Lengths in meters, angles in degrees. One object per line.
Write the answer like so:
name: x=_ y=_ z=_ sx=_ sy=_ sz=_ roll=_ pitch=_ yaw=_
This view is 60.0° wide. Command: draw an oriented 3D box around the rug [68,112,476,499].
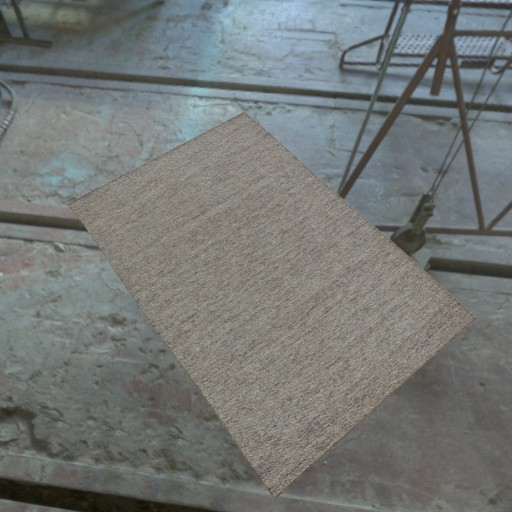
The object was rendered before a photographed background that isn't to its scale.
rug: x=0.000 y=0.000 z=2.853 sx=1.547 sy=0.013 sz=2.283 roll=-33 pitch=64 yaw=-19
